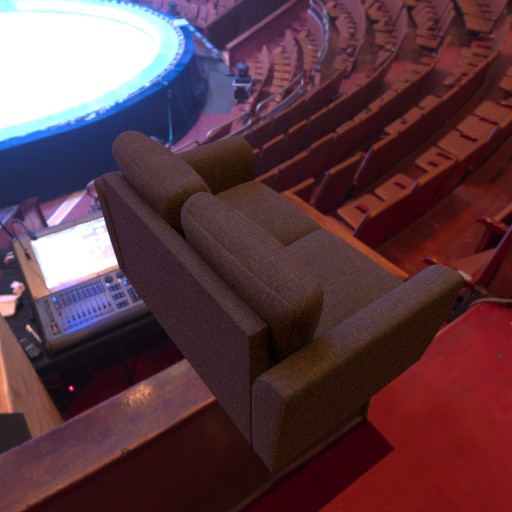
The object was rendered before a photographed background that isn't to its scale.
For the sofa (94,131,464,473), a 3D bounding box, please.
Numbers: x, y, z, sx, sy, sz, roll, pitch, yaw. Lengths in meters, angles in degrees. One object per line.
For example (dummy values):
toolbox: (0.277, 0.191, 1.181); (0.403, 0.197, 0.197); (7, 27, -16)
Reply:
sofa: (0.000, 0.000, 1.938); (0.851, 0.885, 1.423); (-26, 47, -27)
